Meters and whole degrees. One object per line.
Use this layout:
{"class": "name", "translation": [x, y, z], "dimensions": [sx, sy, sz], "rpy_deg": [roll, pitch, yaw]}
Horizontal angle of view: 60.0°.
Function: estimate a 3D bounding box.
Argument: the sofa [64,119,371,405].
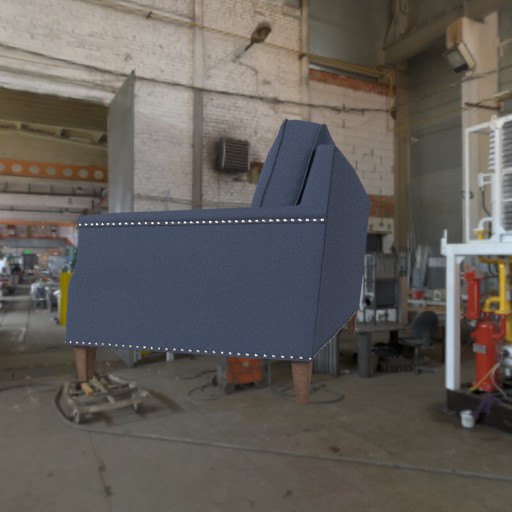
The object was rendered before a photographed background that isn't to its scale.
{"class": "sofa", "translation": [0.000, 0.000, 2.313], "dimensions": [1.084, 1.003, 1.597], "rpy_deg": [0, 0, 19]}
